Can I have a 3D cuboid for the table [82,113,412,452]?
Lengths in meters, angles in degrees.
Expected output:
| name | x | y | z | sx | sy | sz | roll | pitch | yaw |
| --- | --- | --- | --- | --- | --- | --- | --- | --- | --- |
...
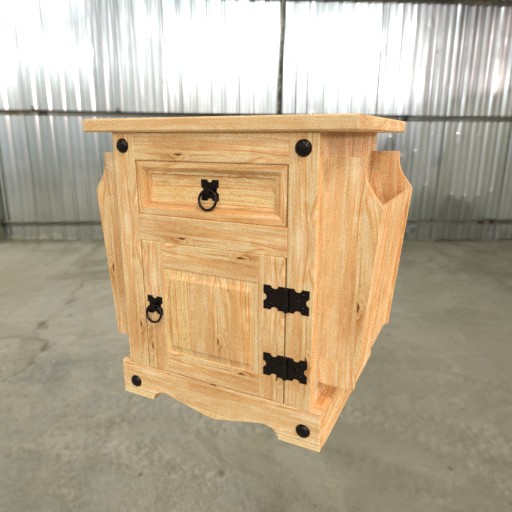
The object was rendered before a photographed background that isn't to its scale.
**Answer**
| name | x | y | z | sx | sy | sz | roll | pitch | yaw |
| --- | --- | --- | --- | --- | --- | --- | --- | --- | --- |
| table | 0.000 | 0.000 | 0.879 | 0.530 | 0.515 | 0.380 | 7 | 17 | 25 |
